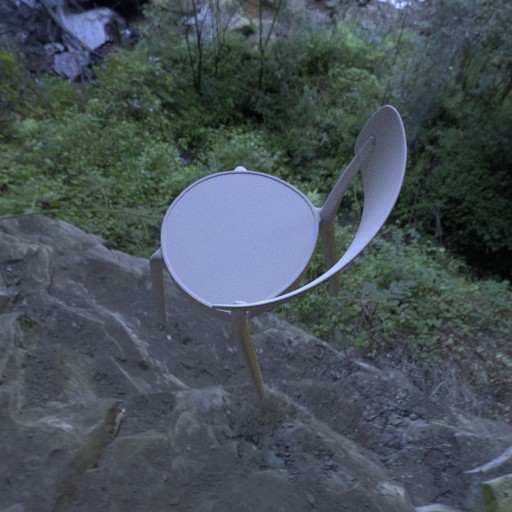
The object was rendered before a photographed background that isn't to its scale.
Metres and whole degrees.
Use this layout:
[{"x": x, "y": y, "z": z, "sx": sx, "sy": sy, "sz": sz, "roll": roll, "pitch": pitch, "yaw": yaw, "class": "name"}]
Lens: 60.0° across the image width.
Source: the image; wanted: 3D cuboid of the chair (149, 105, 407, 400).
[{"x": 0.000, "y": 0.000, "z": 1.122, "sx": 0.491, "sy": 0.790, "sz": 0.506, "roll": 34, "pitch": 69, "yaw": 15, "class": "chair"}]
